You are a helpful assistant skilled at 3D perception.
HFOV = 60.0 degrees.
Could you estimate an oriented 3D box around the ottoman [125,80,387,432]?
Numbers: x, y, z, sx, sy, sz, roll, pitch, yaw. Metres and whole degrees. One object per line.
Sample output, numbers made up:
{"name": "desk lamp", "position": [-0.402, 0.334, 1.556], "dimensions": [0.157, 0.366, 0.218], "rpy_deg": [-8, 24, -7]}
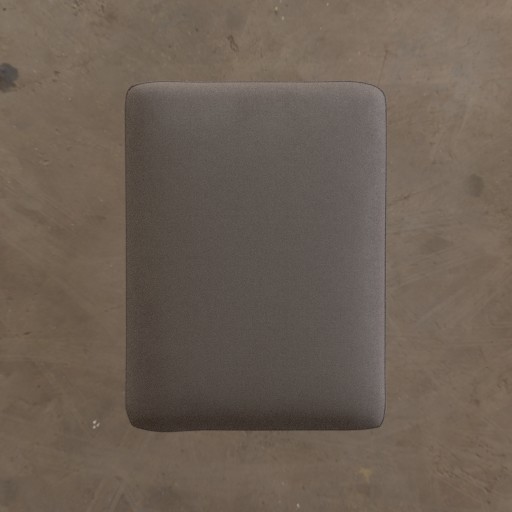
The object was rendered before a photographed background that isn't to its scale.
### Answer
{"name": "ottoman", "position": [0.000, 0.000, 1.156], "dimensions": [0.608, 0.449, 0.811], "rpy_deg": [0, 90, 0]}
